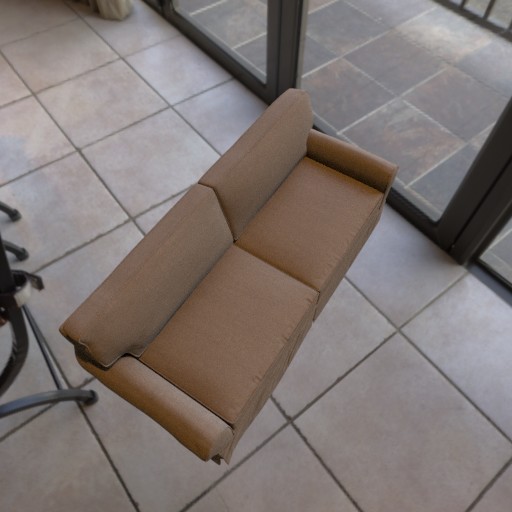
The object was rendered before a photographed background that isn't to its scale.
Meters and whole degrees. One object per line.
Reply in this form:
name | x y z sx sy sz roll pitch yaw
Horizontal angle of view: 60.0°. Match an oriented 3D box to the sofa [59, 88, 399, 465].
sofa | 0.000 0.000 2.777 0.991 0.943 2.248 29 63 17
